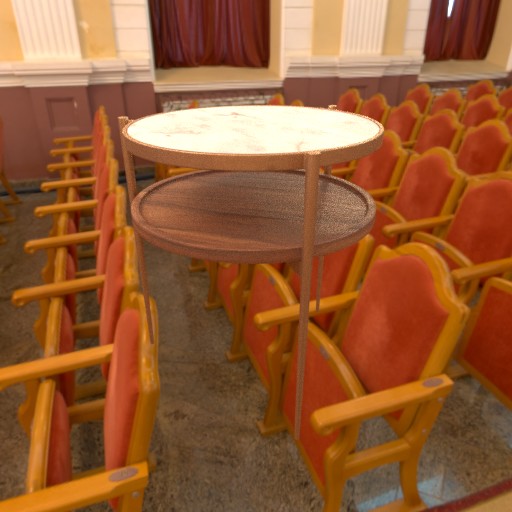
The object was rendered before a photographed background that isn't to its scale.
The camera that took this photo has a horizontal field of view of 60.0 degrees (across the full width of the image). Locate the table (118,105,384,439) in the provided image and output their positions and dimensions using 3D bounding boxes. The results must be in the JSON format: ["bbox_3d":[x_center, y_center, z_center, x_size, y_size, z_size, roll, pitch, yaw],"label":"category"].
[{"bbox_3d":[0.000,0.000,0.838,0.430,0.493,0.456,-9,28,-16],"label":"table"}]
